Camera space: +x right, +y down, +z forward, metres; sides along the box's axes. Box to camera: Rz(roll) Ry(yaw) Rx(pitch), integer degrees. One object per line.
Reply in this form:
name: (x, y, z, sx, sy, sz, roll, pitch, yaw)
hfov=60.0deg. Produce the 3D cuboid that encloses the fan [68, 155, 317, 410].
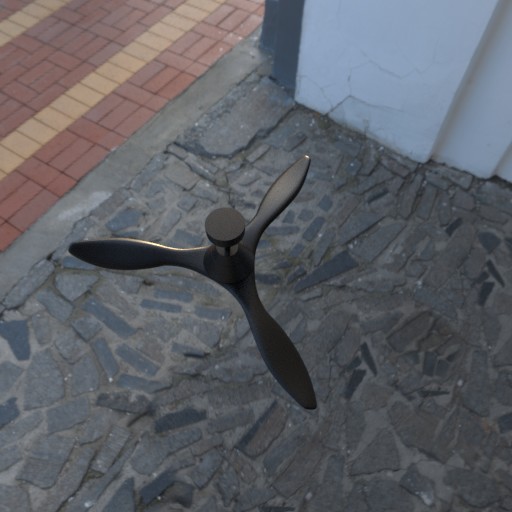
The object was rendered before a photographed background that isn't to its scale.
fan: (0.000, 0.000, 1.636, 1.067, 0.305, 1.067, -34, 65, -18)
